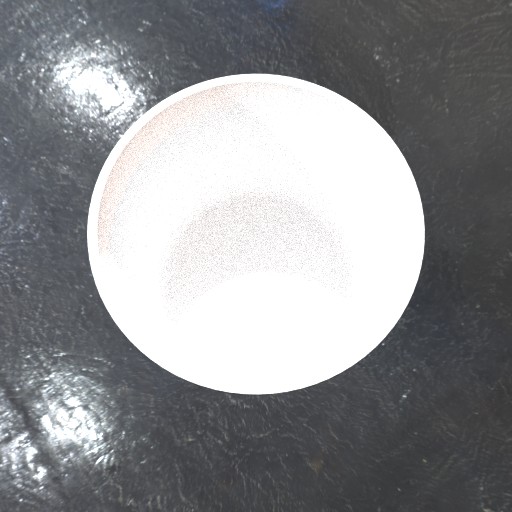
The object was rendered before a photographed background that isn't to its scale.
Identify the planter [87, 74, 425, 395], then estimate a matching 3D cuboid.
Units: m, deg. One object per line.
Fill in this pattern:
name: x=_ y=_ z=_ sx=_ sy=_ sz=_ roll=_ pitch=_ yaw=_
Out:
planter: x=0.000 y=0.000 z=0.440 sx=0.254 sy=0.221 sz=0.254 roll=0 pitch=75 yaw=0
